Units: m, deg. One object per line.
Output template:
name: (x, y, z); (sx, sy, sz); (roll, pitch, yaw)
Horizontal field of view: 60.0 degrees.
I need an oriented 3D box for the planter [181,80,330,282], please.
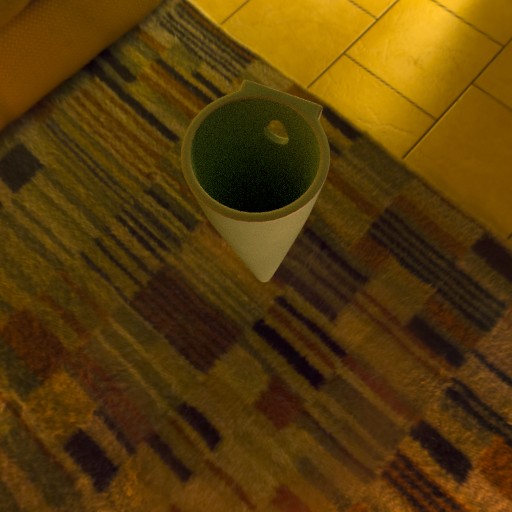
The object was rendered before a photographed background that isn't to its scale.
planter: (0.000, 0.000, 0.288); (0.054, 0.268, 0.055); (21, 75, 6)
